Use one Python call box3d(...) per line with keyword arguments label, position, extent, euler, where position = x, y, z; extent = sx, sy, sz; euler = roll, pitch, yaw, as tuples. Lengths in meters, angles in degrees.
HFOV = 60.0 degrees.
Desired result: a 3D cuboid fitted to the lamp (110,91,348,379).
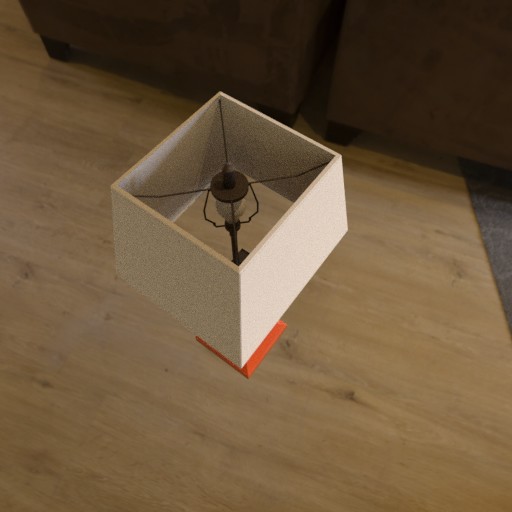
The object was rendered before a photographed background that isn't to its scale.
box3d(label="lamp", position=(0.000, 0.000, 1.011), extent=(0.310, 0.737, 0.498), euler=(33, 66, 17))
